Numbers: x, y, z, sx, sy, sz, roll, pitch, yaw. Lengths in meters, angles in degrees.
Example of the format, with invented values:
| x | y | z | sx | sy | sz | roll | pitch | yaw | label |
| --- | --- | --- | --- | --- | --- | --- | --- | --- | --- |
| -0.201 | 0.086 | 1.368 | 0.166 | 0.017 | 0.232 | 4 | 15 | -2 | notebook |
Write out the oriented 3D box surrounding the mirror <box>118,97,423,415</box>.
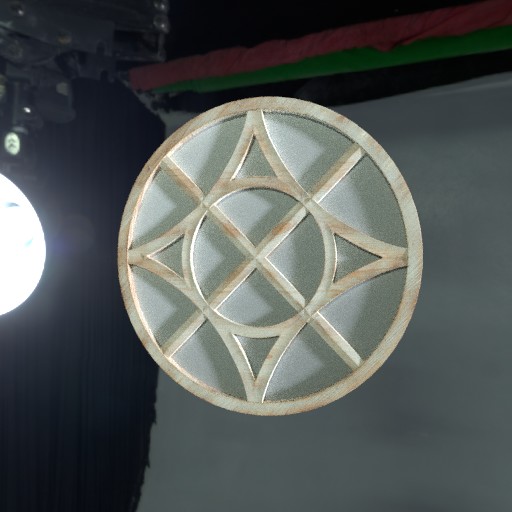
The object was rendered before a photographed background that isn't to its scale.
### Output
| x | y | z | sx | sy | sz | roll | pitch | yaw | label |
| --- | --- | --- | --- | --- | --- | --- | --- | --- | --- |
| 0.000 | 0.000 | 1.011 | 0.710 | 0.710 | 0.038 | 0 | 0 | 18 | mirror |
